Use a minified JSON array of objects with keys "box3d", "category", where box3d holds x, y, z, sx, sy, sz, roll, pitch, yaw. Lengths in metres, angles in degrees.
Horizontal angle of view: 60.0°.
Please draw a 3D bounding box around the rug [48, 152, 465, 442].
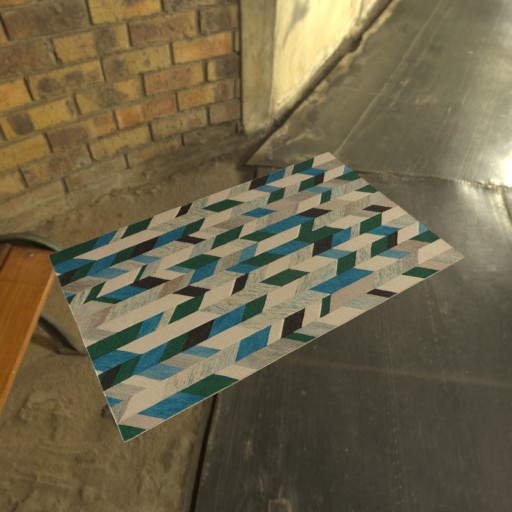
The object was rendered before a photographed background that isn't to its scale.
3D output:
[{"box3d":[0.000,0.000,3.039,2.433,0.007,1.507,-24,51,-21],"category":"rug"}]
